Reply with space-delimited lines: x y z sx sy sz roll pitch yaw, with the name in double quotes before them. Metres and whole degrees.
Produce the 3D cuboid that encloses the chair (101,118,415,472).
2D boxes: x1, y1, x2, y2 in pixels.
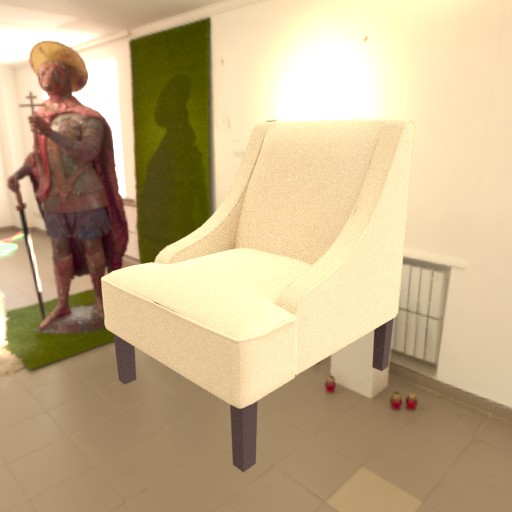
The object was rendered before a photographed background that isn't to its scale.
"chair" 0.000 0.000 1.487 0.689 0.886 0.806 15 21 42
